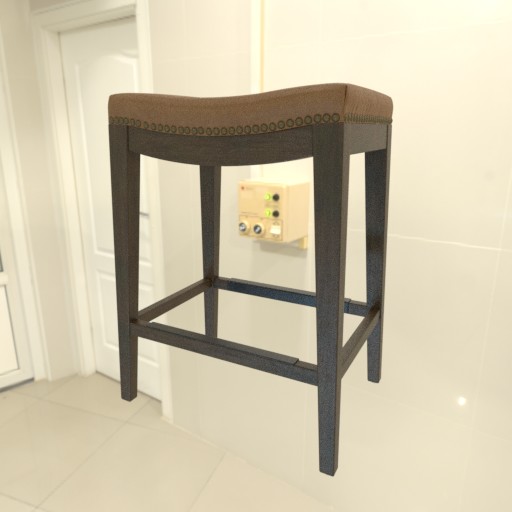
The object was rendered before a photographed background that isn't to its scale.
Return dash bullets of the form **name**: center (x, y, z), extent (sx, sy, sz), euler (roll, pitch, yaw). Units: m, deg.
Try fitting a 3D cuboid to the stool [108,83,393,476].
- **stool**: center (0.000, 0.000, 0.953), extent (0.500, 0.660, 0.361), euler (8, 18, 27)
